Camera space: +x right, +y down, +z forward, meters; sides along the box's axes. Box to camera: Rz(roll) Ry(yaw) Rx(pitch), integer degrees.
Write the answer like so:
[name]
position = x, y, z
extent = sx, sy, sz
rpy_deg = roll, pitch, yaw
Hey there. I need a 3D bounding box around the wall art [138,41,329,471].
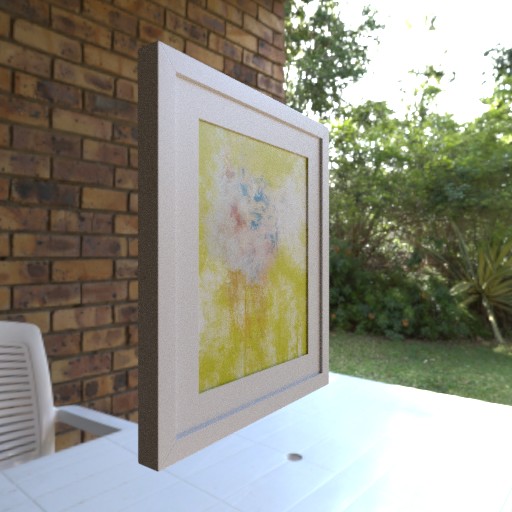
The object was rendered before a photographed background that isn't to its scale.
[wall art]
position = 0.000, 0.000, 0.531
extent = 0.028, 0.381, 0.331
rpy_deg = 0, 0, 36
